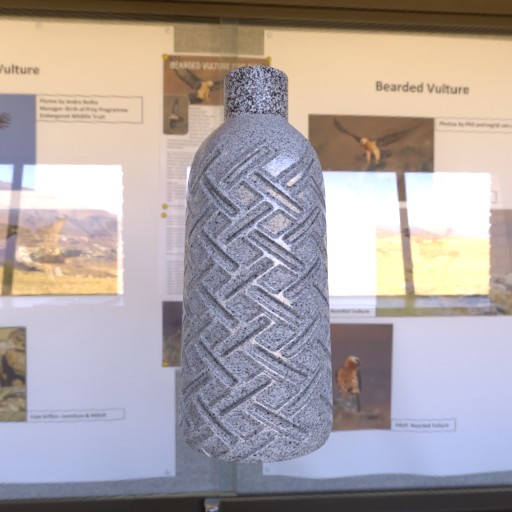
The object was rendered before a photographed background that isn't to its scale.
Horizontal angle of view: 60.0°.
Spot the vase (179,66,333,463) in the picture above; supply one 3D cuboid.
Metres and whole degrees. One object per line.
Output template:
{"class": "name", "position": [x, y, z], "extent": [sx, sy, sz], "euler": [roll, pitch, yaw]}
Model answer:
{"class": "vase", "position": [0.000, 0.000, 0.355], "extent": [0.122, 0.282, 0.122], "euler": [0, 1, 0]}
